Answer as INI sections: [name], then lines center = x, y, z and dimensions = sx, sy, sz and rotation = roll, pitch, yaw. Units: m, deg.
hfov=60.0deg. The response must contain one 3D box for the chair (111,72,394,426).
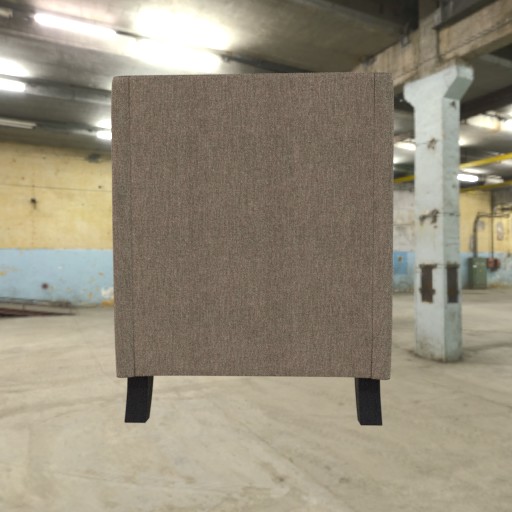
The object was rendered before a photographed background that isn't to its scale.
[chair]
center = 0.000, 0.000, 1.596
dimensions = 0.776, 0.967, 0.884
rotation = 0, -1, 2
